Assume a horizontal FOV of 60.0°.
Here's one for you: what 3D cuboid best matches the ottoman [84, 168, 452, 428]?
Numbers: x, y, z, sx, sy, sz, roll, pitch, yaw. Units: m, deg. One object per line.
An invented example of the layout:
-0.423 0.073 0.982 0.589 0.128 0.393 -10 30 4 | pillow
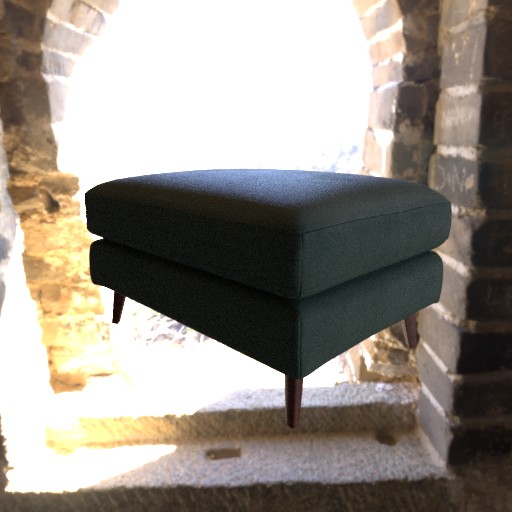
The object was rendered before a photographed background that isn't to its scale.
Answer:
0.000 0.000 1.183 0.608 0.449 0.811 -14 20 -43 | ottoman
